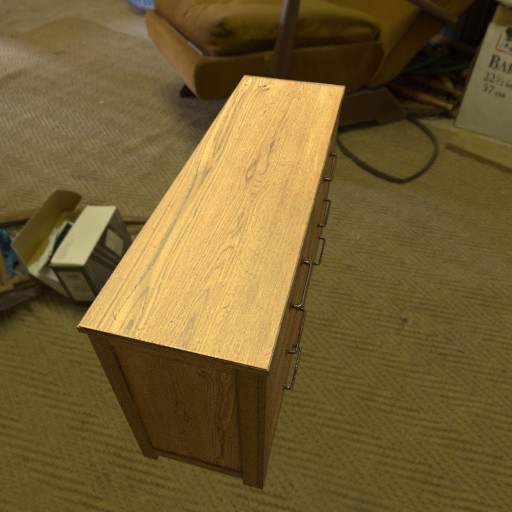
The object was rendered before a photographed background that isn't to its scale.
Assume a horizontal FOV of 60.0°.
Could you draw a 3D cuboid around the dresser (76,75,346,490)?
[{"bbox_3d":[0.000,0.000,2.029,0.563,0.932,1.657,10,46,10],"label":"dresser"}]
